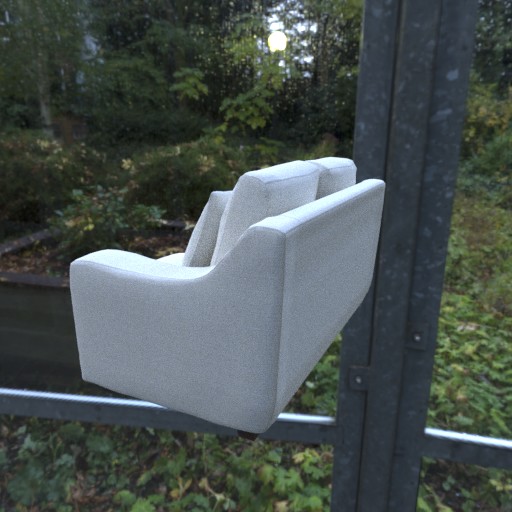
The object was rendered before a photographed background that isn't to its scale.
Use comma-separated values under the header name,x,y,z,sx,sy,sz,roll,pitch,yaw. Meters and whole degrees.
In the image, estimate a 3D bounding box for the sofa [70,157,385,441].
name,x,y,z,sx,sy,sz,roll,pitch,yaw
sofa,0.000,0.000,2.446,1.040,1.047,1.744,8,17,25
